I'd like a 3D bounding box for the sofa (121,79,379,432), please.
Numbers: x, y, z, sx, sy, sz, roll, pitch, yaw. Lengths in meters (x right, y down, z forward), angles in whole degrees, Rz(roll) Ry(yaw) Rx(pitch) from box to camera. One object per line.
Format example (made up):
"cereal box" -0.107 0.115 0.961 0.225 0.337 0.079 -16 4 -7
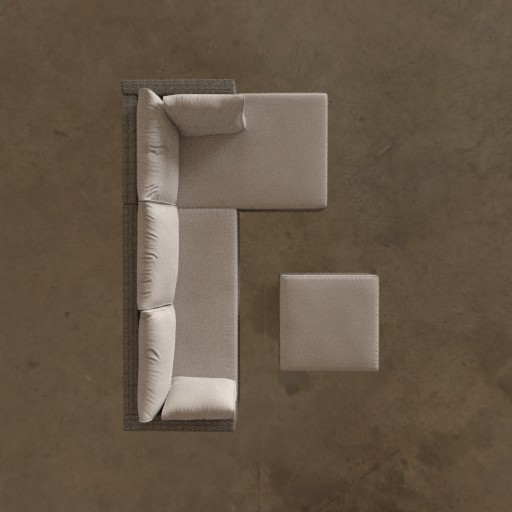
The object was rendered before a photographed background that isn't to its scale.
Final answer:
"sofa" 0.000 0.000 2.986 1.662 0.766 2.192 0 91 1
